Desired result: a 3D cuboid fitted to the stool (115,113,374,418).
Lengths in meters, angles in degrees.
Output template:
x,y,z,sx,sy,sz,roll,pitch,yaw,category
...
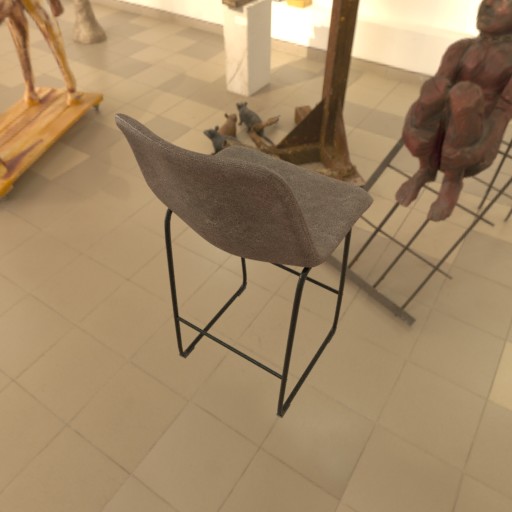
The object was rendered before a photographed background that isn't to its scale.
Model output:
x,y,z,sx,sy,sz,roll,pitch,yaw,category
0.000,0.000,1.372,0.514,1.082,0.561,25,51,22,stool
